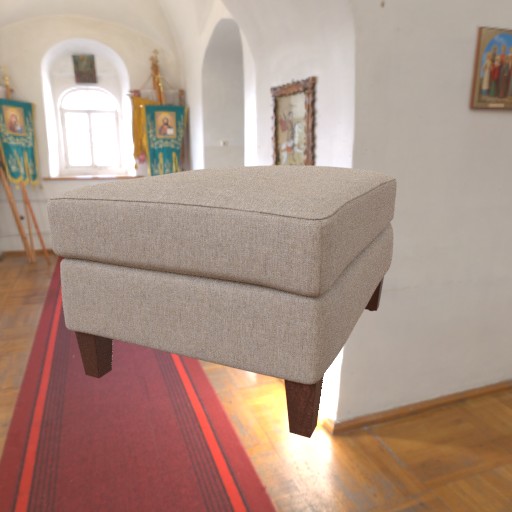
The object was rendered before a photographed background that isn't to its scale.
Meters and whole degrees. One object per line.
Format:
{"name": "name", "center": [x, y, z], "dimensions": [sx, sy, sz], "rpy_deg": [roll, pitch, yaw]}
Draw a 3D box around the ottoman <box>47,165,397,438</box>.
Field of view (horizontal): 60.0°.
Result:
{"name": "ottoman", "center": [0.000, 0.000, 1.297], "dimensions": [0.677, 0.519, 0.898], "rpy_deg": [7, 16, 24]}
